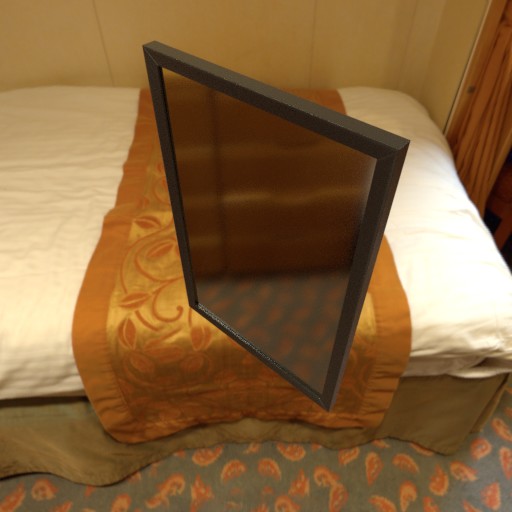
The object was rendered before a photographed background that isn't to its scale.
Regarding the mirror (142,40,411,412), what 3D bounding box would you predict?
[{"bbox_3d":[0.000,0.000,1.148,0.609,0.915,0.040,32,54,27],"label":"mirror"}]
